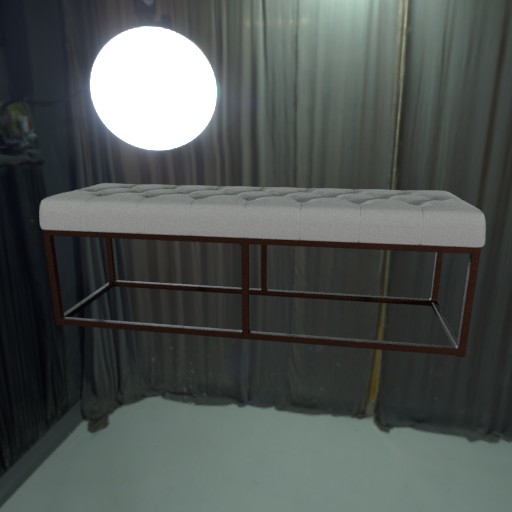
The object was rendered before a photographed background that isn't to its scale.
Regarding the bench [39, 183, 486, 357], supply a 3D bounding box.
[{"bbox_3d":[0.000,0.000,1.705,1.488,0.488,0.479,3,17,9],"label":"bench"}]
